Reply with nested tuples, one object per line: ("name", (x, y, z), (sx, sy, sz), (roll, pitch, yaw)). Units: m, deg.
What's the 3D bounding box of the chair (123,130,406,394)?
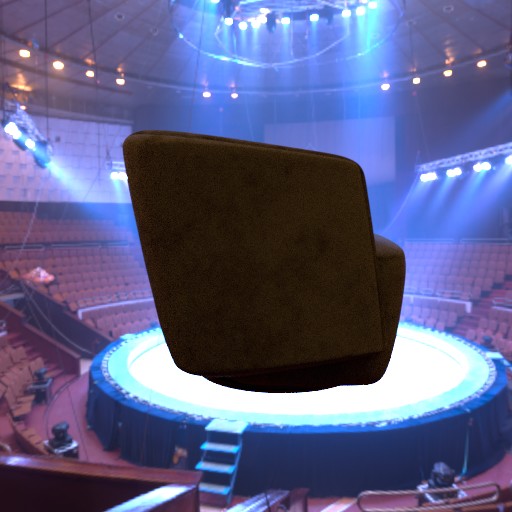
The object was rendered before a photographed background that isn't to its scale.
("chair", (0.000, 0.000, 1.379), (0.767, 0.698, 0.773), (0, 2, 1))
